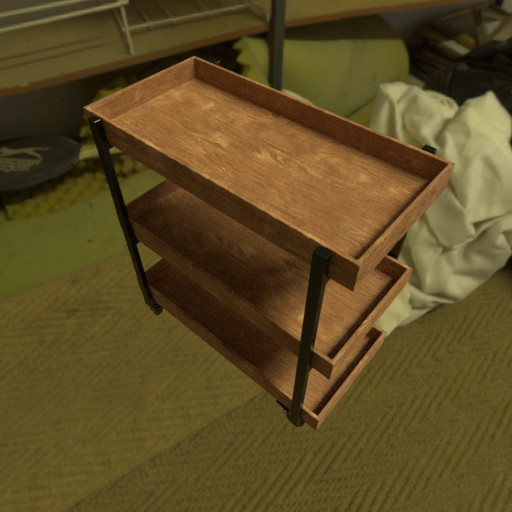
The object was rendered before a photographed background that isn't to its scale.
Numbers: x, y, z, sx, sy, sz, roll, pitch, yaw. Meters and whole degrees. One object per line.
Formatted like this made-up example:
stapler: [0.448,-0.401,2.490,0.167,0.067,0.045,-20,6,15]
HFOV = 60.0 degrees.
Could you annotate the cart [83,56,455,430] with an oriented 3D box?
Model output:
cart: [0.000,0.000,1.258,0.750,0.800,0.411,33,56,26]
